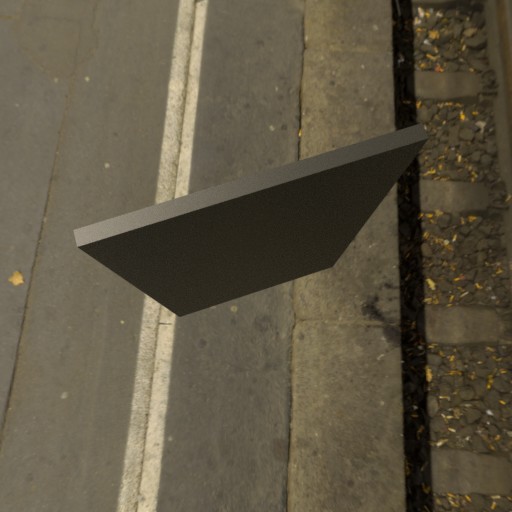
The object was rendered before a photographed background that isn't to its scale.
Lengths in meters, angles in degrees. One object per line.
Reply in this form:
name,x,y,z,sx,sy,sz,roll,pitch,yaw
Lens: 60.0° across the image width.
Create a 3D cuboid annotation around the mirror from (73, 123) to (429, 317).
mirror,0.000,0.000,1.505,0.762,1.219,0.038,-18,76,-4
